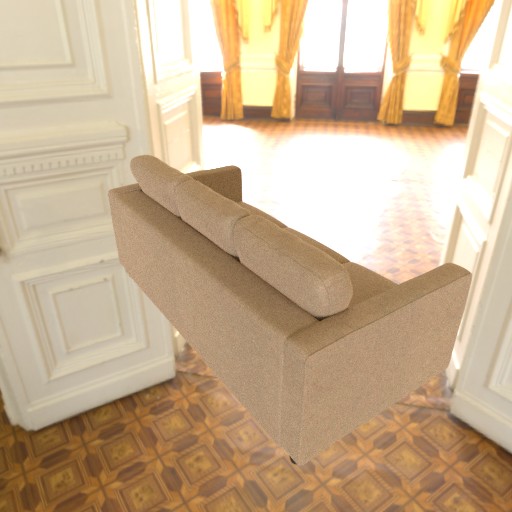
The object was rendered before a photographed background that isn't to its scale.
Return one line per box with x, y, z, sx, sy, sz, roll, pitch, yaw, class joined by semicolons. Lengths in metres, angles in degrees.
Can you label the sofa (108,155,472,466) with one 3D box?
0.000;0.000;2.354;0.930;0.800;1.855;-18;33;-30;sofa
